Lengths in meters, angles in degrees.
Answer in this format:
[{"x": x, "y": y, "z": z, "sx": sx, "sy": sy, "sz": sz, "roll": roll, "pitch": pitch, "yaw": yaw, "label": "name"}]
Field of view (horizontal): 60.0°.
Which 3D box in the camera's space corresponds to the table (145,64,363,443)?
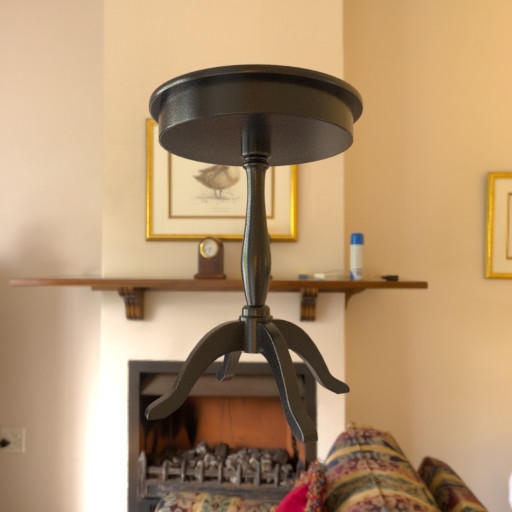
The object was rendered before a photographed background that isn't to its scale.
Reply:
[{"x": 0.000, "y": 0.000, "z": 1.007, "sx": 0.481, "sy": 0.665, "sz": 0.481, "roll": 0, "pitch": -1, "yaw": 0, "label": "table"}]
